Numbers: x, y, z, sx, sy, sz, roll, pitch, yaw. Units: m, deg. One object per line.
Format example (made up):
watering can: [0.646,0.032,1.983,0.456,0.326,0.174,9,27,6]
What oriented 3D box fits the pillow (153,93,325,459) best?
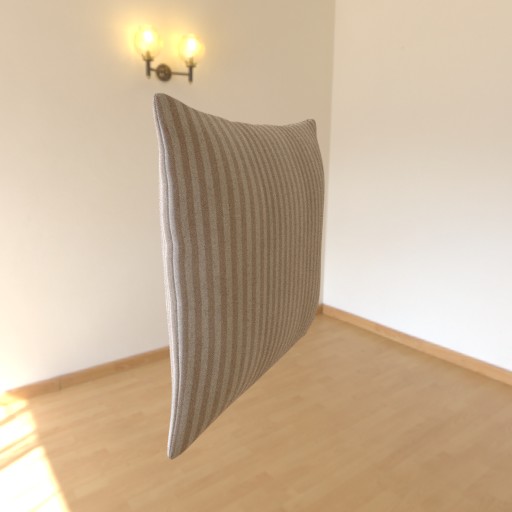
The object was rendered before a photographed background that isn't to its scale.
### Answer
pillow: [0.000,0.000,0.811,0.166,0.510,0.523,7,15,28]
